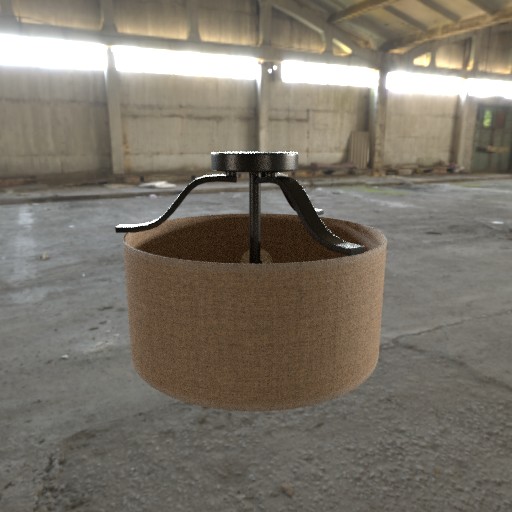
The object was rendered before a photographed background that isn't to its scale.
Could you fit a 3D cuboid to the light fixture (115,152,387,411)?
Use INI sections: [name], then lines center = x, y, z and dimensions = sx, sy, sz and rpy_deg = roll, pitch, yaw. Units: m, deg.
[light fixture]
center = 0.000, 0.000, 0.672
dimensions = 0.390, 0.306, 0.390
rpy_deg = 0, 14, 0
